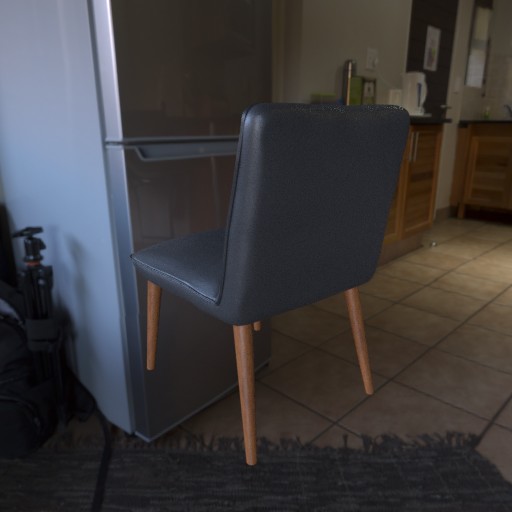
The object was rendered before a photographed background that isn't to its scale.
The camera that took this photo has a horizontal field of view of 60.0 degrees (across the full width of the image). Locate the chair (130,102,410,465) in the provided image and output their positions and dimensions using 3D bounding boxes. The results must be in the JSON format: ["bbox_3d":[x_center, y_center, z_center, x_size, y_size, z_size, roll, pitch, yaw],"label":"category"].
[{"bbox_3d":[0.000,0.000,1.246,0.543,0.801,0.645,-16,24,-41],"label":"chair"}]
